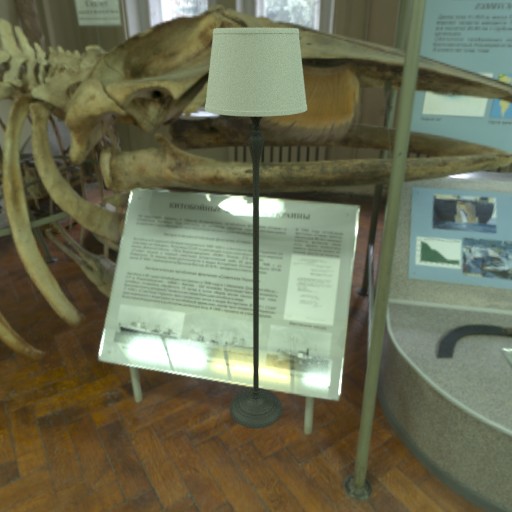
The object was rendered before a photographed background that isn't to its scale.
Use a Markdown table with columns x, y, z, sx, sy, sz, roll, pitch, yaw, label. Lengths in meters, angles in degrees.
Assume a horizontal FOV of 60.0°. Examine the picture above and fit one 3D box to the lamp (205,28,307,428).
| x | y | z | sx | sy | sz | roll | pitch | yaw | label |
| --- | --- | --- | --- | --- | --- | --- | --- | --- | --- |
| 0.000 | 0.000 | 1.651 | 0.327 | 1.506 | 0.327 | -8 | 27 | -16 | lamp |
